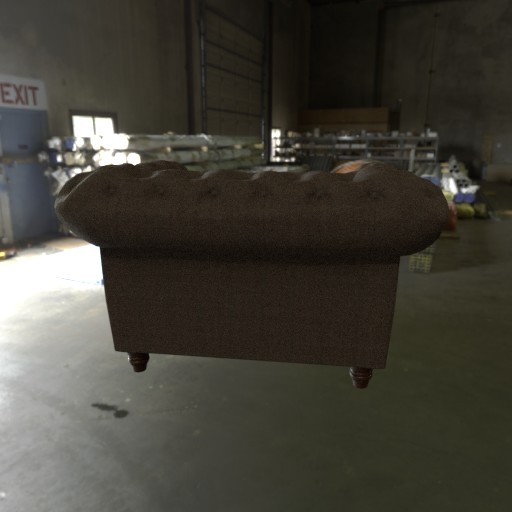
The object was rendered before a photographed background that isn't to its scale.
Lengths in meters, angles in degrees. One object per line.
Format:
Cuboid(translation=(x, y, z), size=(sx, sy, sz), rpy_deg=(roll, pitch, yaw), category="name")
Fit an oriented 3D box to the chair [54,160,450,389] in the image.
Cuboid(translation=(0.000, 0.000, 1.843), size=(1.298, 0.780, 0.945), rpy_deg=(2, 15, 8), category="chair")
